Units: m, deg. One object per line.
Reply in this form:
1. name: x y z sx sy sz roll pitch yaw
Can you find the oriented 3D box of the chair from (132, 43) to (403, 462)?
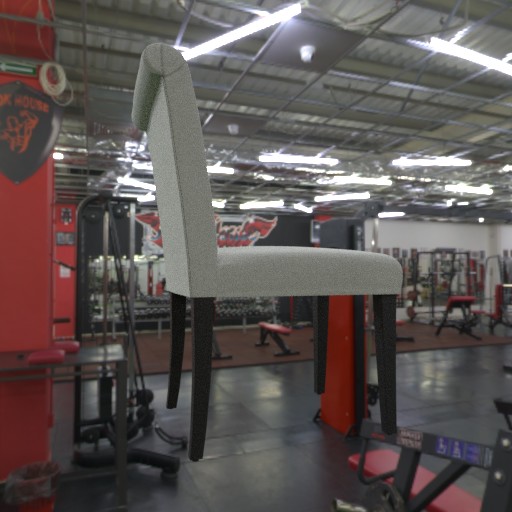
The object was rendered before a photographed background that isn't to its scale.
1. chair: 0.000 0.000 1.319 0.708 0.976 0.452 1 -2 -19
